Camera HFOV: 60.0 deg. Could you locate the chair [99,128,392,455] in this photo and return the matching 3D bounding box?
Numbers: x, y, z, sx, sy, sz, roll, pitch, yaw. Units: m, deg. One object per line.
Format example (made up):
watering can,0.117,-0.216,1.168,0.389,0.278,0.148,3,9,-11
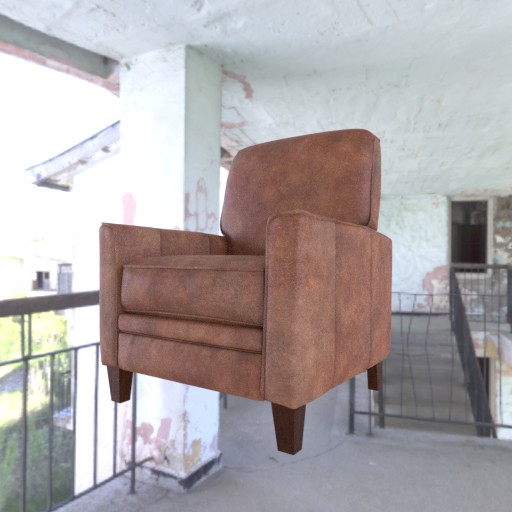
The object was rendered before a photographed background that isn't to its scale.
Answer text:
chair,0.000,0.000,1.665,0.843,1.043,0.836,0,0,35
